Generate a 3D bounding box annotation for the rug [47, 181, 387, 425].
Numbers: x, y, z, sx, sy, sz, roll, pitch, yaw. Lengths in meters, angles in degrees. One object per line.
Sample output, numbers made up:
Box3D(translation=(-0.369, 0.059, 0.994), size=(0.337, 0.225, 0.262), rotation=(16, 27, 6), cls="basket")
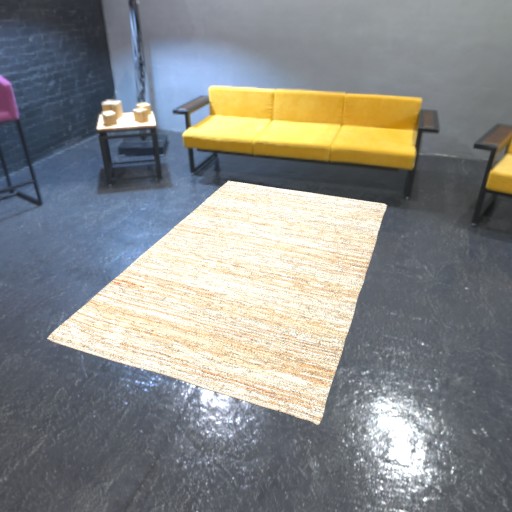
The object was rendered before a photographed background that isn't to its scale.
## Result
Box3D(translation=(0.000, 0.000, 3.136), size=(1.529, 0.009, 2.446), rotation=(11, 33, 18), cls="rug")
